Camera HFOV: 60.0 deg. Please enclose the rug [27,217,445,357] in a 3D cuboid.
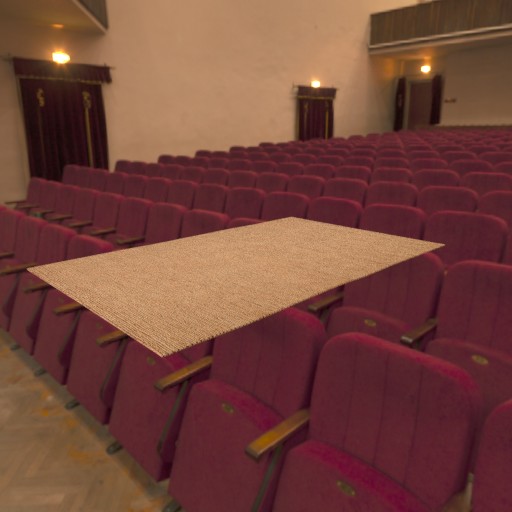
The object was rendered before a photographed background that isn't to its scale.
[{"bbox_3d":[0.000,0.000,3.006,2.439,0.011,1.533,-15,21,-42],"label":"rug"}]
